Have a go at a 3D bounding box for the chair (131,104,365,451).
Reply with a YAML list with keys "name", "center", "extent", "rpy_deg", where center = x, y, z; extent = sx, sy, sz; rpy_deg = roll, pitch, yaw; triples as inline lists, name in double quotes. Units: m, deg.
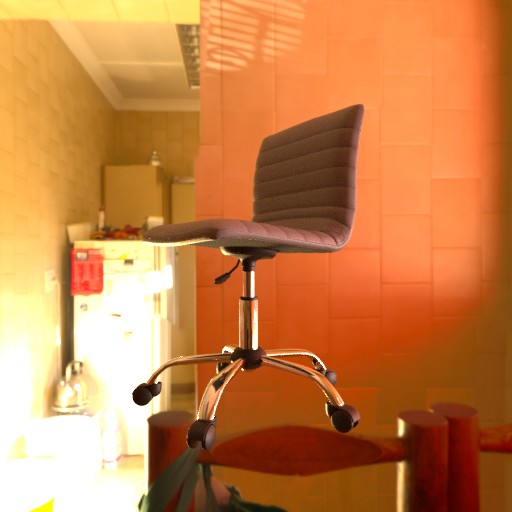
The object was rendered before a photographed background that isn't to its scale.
- name: "chair"
  center: [0.000, 0.000, 1.130]
  extent: [0.542, 0.750, 0.569]
  rpy_deg: [0, 0, -35]
